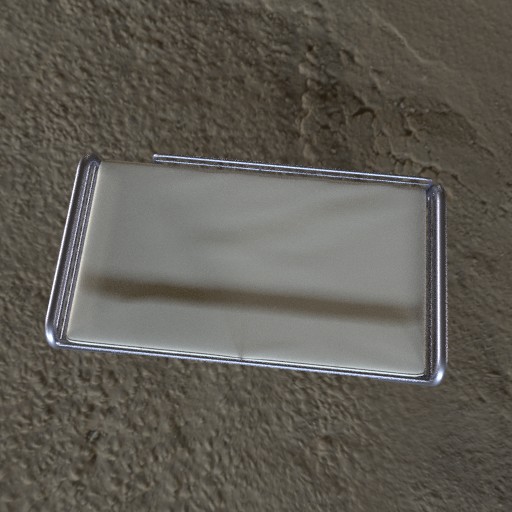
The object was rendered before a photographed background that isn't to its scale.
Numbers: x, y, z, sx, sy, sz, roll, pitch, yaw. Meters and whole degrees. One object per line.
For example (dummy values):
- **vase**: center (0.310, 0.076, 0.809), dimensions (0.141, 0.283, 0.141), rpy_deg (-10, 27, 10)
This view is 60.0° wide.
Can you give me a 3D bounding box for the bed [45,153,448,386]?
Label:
- **bed**: center (0.000, 0.000, 2.895), dimensions (1.965, 1.288, 1.415), rpy_deg (5, 76, 1)
